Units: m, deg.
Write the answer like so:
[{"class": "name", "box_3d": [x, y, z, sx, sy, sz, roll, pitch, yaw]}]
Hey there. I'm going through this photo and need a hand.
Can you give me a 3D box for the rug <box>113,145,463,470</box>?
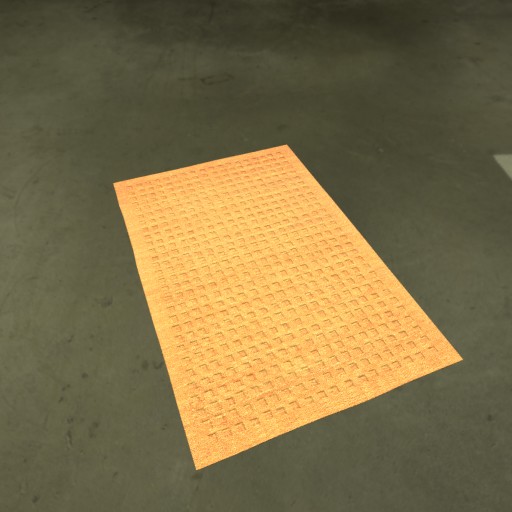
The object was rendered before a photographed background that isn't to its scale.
[{"class": "rug", "box_3d": [0.000, 0.000, 2.234, 1.143, 0.006, 1.747, -16, 48, -15]}]
